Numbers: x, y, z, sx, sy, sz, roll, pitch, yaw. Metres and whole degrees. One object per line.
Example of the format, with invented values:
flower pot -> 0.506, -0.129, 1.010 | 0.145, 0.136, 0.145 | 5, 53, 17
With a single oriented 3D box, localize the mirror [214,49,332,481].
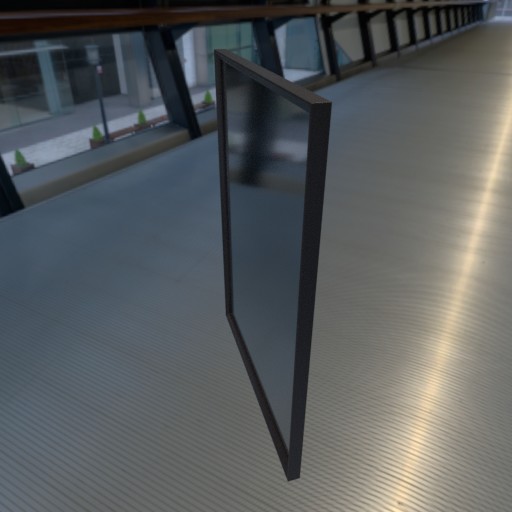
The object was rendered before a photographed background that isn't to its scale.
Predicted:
mirror -> 0.000, 0.000, 1.285 | 0.041, 1.016, 0.762 | -9, 32, -14
